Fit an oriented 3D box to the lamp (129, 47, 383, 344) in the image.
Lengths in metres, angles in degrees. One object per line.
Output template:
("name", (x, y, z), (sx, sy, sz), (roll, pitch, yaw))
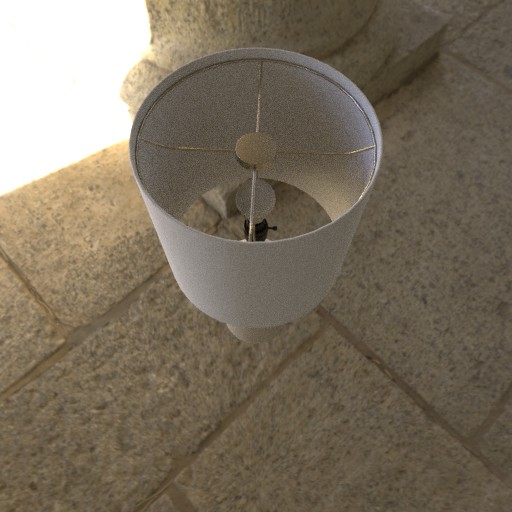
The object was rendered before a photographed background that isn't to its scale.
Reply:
("lamp", (0.000, 0.000, 0.598), (0.220, 0.475, 0.220), (15, 64, 7))
